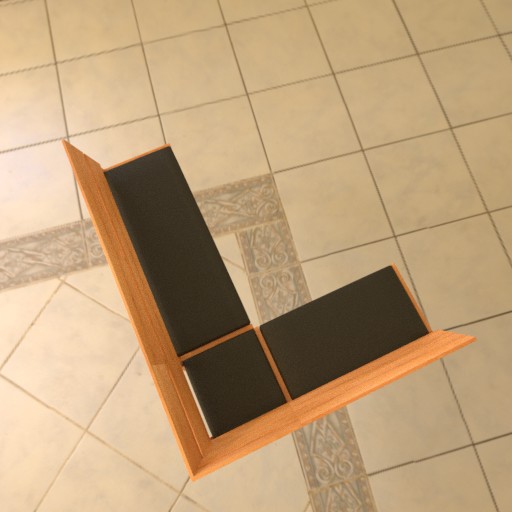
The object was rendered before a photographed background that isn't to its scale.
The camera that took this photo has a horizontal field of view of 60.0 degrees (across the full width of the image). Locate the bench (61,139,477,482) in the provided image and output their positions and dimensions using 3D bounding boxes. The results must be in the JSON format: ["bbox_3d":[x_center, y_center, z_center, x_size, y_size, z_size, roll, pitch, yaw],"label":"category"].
[{"bbox_3d":[0.000,0.000,2.796,1.548,0.890,1.948,-24,76,-6],"label":"bench"}]
